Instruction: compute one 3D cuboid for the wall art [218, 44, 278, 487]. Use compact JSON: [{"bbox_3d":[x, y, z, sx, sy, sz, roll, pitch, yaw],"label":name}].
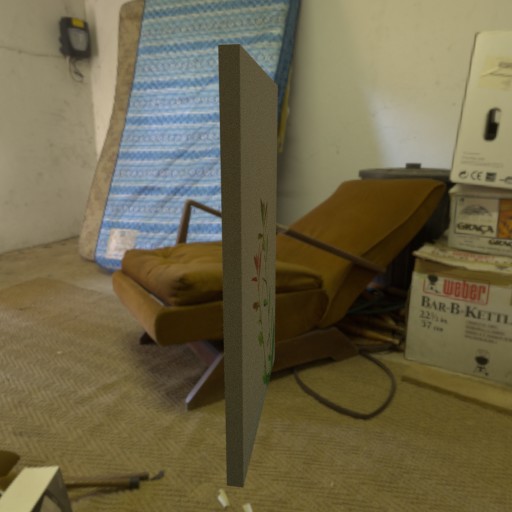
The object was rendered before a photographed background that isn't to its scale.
[{"bbox_3d":[0.000,0.000,1.174,0.039,0.915,0.612,2,15,9],"label":"wall art"}]
